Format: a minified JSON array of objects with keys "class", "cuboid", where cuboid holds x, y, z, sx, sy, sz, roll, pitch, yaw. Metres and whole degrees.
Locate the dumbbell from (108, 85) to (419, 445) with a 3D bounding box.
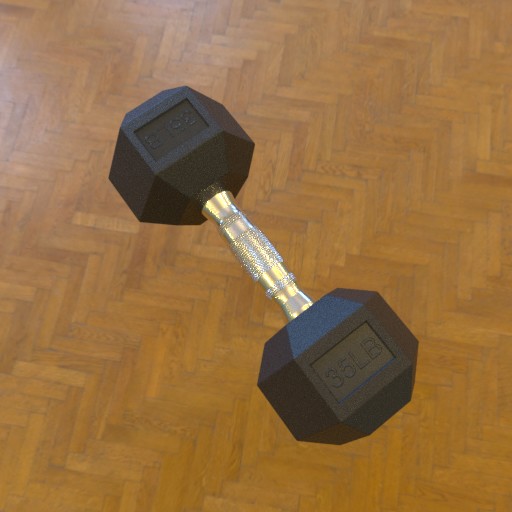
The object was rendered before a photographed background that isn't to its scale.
[{"class":"dumbbell","cuboid":[0.000,0.000,0.424,0.141,0.123,0.356,-36,78,-9]}]
